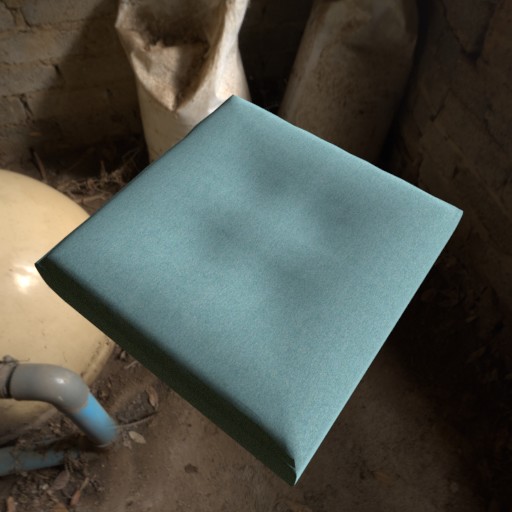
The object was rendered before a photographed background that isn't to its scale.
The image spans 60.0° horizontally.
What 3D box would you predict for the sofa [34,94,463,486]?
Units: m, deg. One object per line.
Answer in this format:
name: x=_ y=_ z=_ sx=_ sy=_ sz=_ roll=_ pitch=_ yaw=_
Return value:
sofa: x=0.000 y=0.000 z=1.413 sx=0.930 sy=0.330 sz=0.930 roll=33 pitch=64 yaw=18
